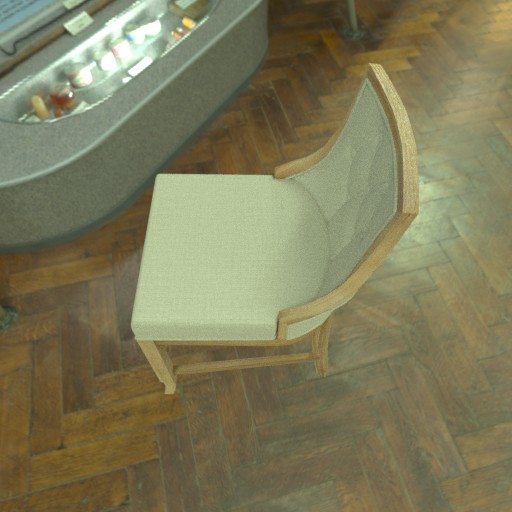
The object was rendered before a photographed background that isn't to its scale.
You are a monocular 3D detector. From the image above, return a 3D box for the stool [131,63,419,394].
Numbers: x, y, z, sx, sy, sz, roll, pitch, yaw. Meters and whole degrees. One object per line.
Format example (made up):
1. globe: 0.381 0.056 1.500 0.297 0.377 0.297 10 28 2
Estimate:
1. stool: 0.000 0.000 1.277 0.626 0.938 0.524 0 57 0
